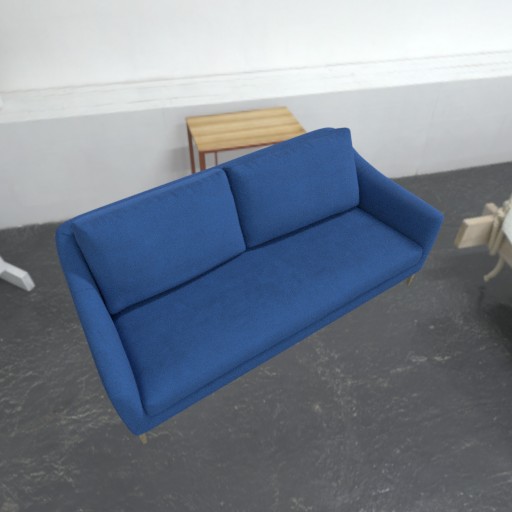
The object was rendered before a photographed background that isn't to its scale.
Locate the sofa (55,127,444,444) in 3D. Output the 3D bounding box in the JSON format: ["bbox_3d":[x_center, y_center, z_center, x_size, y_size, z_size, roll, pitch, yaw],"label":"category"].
[{"bbox_3d":[0.000,0.000,2.548,2.036,0.903,0.960,-25,50,-23],"label":"sofa"}]
